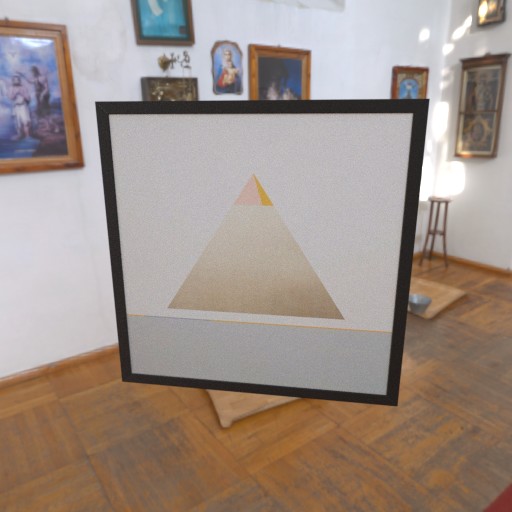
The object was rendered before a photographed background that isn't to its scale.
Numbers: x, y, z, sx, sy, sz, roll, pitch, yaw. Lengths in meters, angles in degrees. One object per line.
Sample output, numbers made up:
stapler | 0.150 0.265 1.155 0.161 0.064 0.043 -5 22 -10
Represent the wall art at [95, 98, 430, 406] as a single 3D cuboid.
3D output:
wall art | 0.000 0.000 0.459 0.304 0.303 0.037 3 17 8
